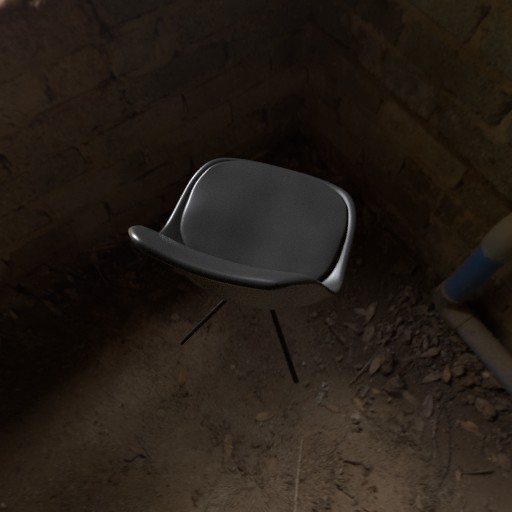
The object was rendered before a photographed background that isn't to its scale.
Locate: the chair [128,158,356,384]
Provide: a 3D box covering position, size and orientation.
[{"bbox_3d":[0.000,0.000,1.168,0.461,0.850,0.525,17,64,8],"label":"chair"}]
